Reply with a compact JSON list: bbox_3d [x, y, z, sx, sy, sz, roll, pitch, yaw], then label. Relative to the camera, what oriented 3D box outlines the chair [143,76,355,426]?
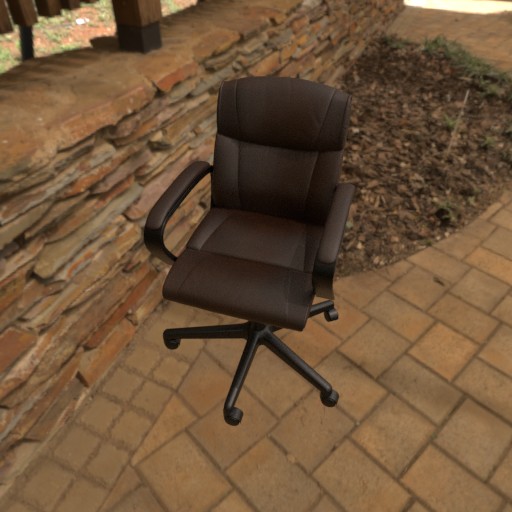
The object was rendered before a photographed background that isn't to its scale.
[{"bbox_3d":[0.000,0.000,1.530,0.739,1.004,0.717,12,41,14],"label":"chair"}]
